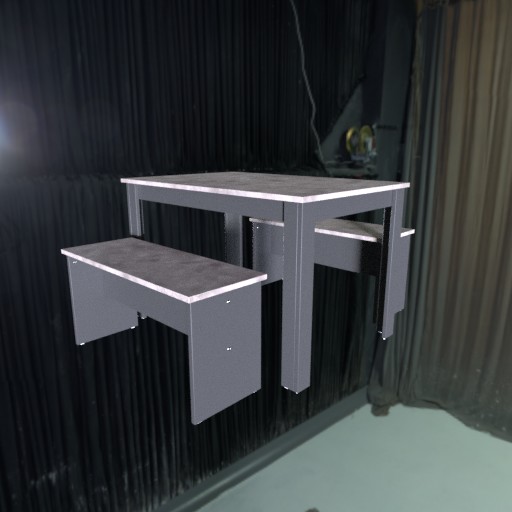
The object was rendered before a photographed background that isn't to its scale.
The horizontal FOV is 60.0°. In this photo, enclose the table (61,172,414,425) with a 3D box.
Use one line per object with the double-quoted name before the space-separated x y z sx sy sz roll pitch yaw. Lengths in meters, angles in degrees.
"table" 0.000 0.000 2.078 1.100 0.700 1.443 13 19 42
